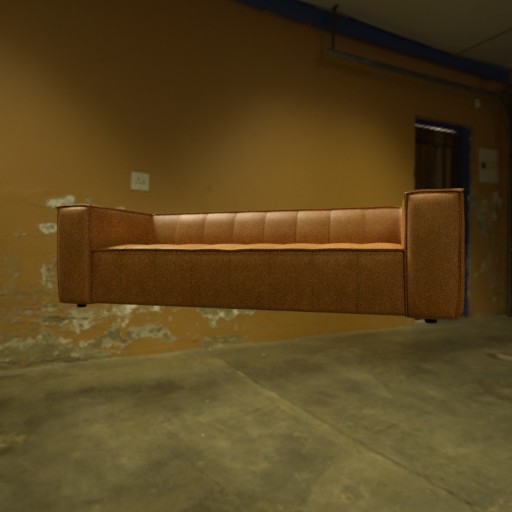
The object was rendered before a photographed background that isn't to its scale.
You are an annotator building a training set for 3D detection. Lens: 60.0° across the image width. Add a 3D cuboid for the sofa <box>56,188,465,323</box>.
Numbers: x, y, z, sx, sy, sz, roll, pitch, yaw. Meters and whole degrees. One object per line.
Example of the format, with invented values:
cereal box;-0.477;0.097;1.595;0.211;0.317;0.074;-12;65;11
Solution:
sofa;0.000;0.000;3.107;2.581;0.701;1.102;0;0;18
